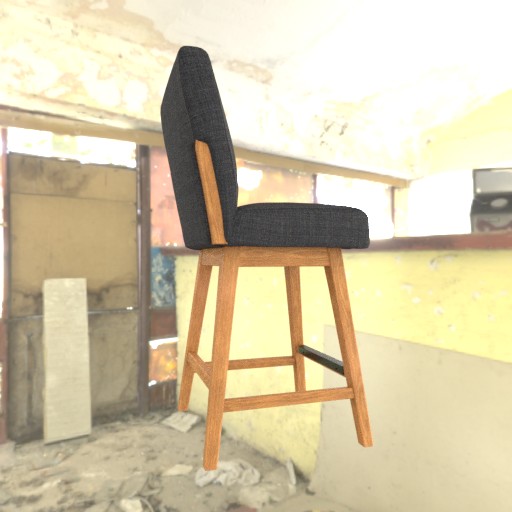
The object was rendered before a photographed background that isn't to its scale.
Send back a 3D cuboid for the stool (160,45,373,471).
[{"bbox_3d":[0.000,0.000,1.317,0.526,1.010,0.459,0,0,-18],"label":"stool"}]
